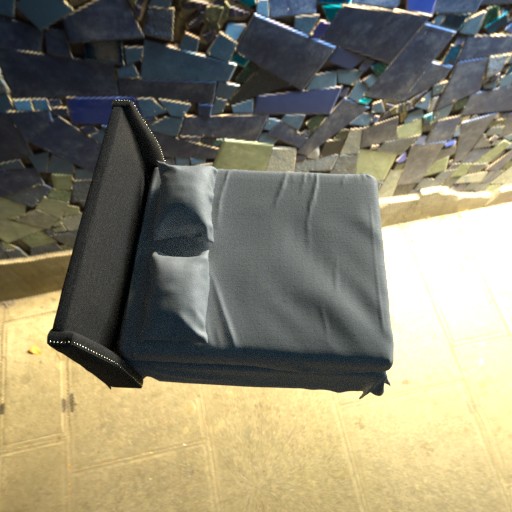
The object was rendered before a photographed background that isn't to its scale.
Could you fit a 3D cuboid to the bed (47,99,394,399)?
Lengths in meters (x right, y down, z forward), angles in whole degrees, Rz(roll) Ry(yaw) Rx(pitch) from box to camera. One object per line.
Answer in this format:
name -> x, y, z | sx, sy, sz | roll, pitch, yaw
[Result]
bed -> 0.000, 0.000, 3.449 | 2.276, 1.332, 1.925 | 3, 63, 1
